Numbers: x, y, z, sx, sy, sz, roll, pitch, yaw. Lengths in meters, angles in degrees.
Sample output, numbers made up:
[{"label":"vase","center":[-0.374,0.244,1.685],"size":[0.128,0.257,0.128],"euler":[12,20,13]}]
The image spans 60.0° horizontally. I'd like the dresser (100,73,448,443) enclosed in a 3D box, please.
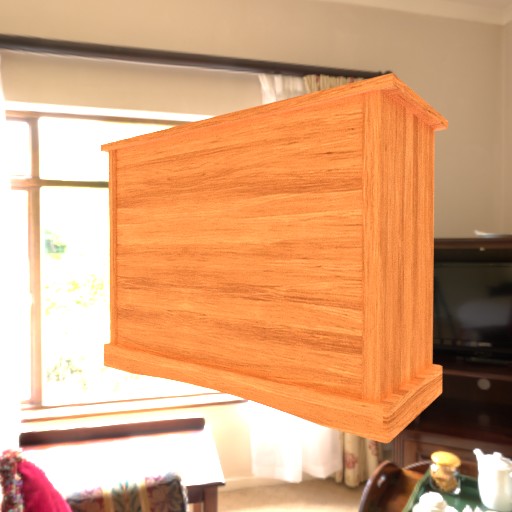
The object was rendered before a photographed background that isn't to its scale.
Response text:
[{"label":"dresser","center":[0.000,0.000,1.337],"size":[0.990,0.740,0.410],"euler":[1,1,37]}]
